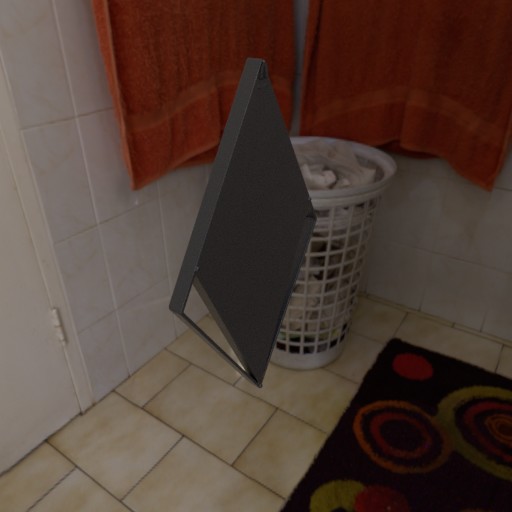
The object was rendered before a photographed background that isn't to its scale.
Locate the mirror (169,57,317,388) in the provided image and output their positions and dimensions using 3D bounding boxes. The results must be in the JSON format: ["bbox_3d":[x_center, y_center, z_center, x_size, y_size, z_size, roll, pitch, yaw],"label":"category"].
[{"bbox_3d":[0.000,0.000,0.829,0.032,0.679,0.419,20,36,31],"label":"mirror"}]
